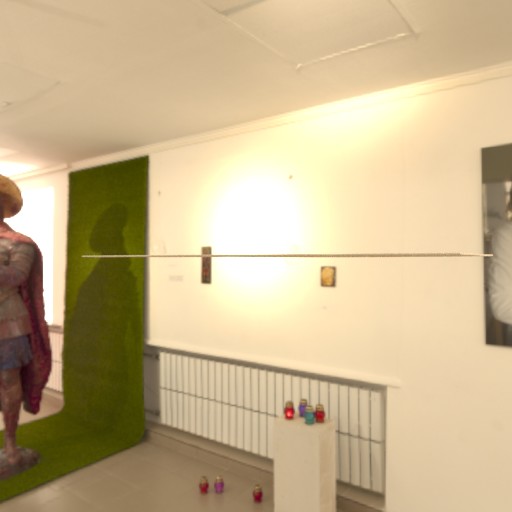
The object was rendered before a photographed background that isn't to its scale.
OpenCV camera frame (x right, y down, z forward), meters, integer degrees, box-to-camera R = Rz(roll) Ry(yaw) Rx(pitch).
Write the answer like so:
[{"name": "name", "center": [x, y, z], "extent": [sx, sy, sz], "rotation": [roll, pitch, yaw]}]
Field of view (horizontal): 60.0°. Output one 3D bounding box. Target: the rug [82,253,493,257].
[{"name": "rug", "center": [0.000, 0.000, 2.672], "extent": [2.442, 0.016, 0.770], "rotation": [0, -1, 36]}]
